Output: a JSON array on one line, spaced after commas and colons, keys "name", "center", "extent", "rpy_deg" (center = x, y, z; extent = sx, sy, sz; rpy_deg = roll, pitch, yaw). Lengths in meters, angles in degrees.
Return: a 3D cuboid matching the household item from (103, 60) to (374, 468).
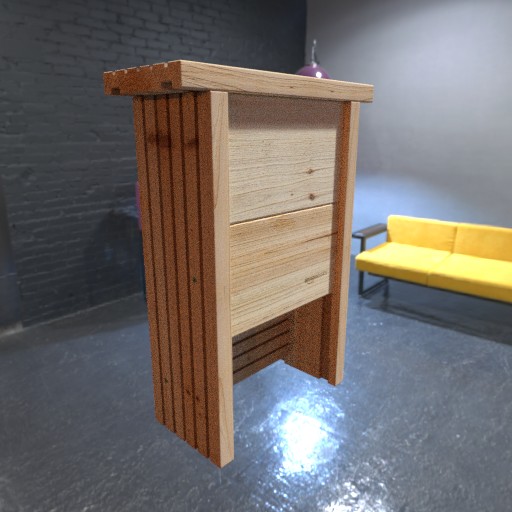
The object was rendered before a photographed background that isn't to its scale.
[{"name": "household item", "center": [0.000, 0.000, 0.548], "extent": [0.123, 0.407, 0.301], "rpy_deg": [15, 22, 41]}]
